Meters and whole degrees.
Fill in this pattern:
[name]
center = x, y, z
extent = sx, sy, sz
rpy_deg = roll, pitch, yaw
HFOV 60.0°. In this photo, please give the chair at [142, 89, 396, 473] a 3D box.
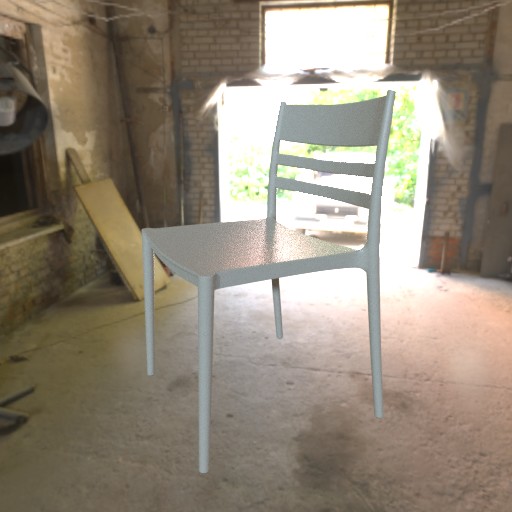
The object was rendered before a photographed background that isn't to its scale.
[chair]
center = 0.000, 0.000, 1.159
extent = 0.511, 0.800, 0.531
rpy_deg = -8, 18, -26
